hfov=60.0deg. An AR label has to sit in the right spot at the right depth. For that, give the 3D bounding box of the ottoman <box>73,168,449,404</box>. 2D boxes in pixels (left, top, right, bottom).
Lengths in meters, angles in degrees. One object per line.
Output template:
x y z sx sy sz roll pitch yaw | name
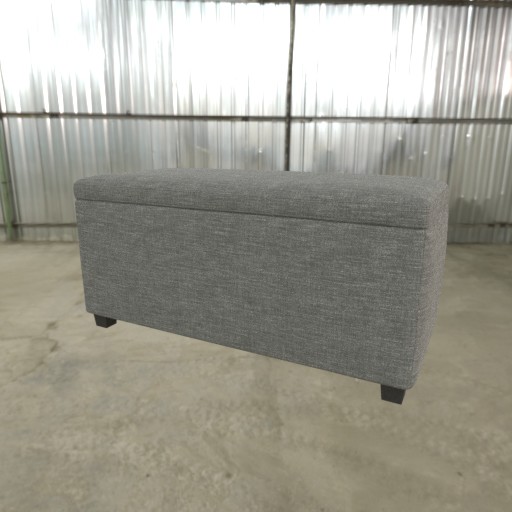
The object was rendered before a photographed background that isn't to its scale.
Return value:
0.000 0.000 1.173 0.902 0.432 0.419 8 17 26 | ottoman
